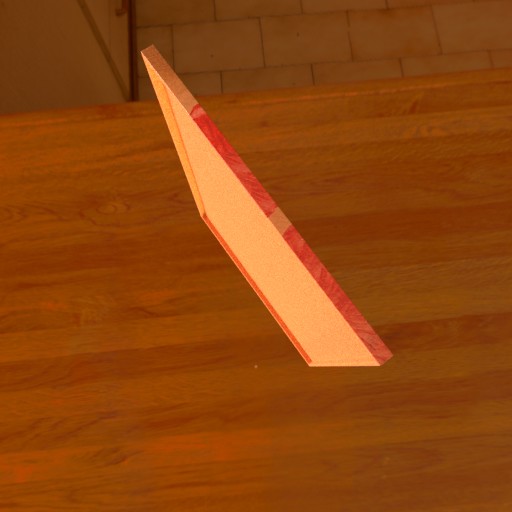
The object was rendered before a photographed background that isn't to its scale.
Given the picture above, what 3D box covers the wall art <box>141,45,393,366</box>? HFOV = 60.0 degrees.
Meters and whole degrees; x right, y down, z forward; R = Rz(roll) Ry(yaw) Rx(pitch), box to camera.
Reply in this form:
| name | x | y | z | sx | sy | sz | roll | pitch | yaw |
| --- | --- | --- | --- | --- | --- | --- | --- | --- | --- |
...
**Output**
| name | x | y | z | sx | sy | sz | roll | pitch | yaw |
| --- | --- | --- | --- | --- | --- | --- | --- | --- | --- |
| wall art | 0.000 | 0.000 | 1.318 | 0.031 | 1.015 | 0.762 | -35 | 79 | -8 |
